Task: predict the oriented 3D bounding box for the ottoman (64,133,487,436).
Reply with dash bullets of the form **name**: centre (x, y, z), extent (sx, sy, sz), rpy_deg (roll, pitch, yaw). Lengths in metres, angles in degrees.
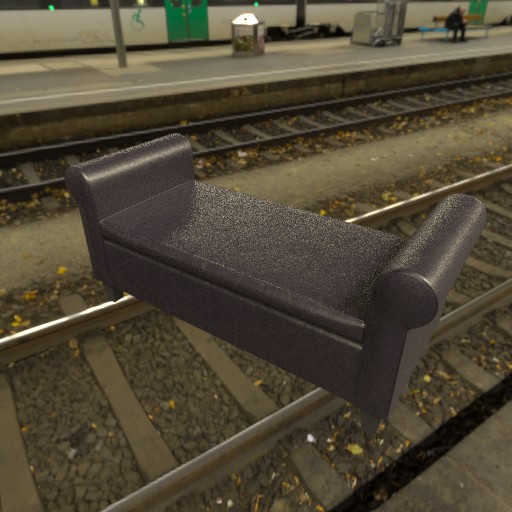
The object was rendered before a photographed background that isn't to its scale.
- **ottoman**: centre (0.000, 0.000, 1.500), extent (1.256, 0.547, 0.521), rpy_deg (19, 36, 29)
